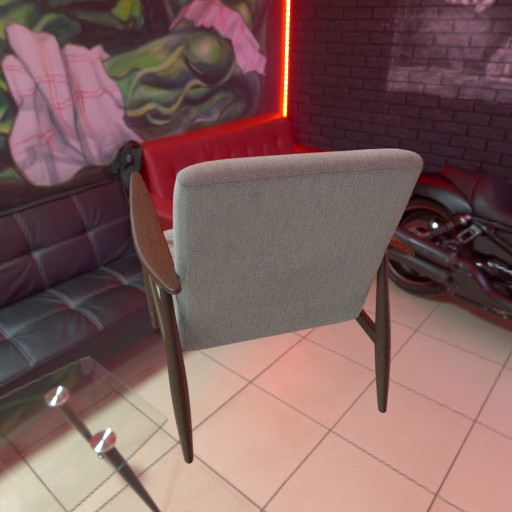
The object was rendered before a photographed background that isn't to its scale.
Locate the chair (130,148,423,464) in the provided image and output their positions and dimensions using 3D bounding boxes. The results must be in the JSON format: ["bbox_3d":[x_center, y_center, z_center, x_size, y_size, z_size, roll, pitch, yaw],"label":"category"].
[{"bbox_3d":[0.000,0.000,1.421,0.741,0.832,0.798,-8,29,-15],"label":"chair"}]
